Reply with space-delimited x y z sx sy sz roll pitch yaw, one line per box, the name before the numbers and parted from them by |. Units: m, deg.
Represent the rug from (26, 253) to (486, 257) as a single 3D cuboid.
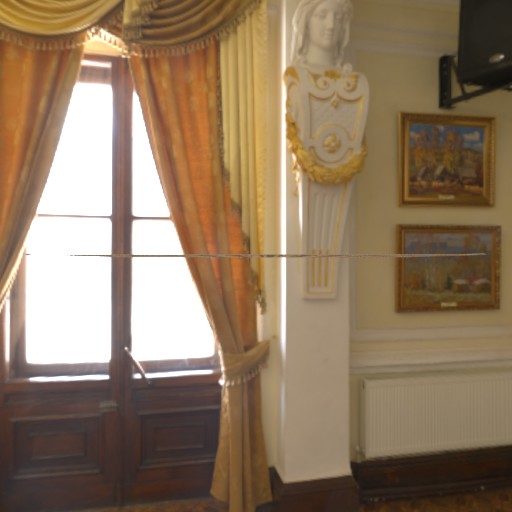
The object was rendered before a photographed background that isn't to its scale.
rug | 0.000 0.000 2.584 2.084 0.009 1.222 0 -1 1
